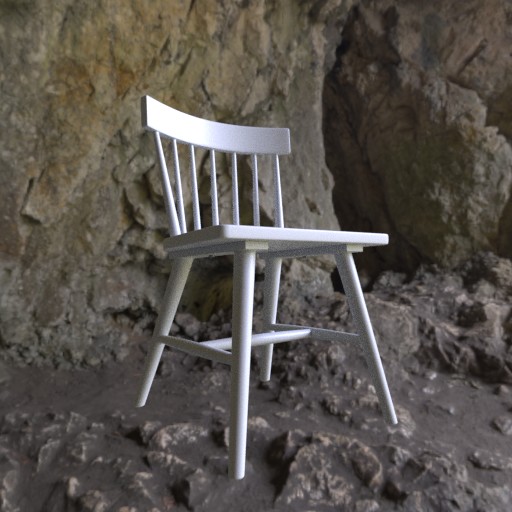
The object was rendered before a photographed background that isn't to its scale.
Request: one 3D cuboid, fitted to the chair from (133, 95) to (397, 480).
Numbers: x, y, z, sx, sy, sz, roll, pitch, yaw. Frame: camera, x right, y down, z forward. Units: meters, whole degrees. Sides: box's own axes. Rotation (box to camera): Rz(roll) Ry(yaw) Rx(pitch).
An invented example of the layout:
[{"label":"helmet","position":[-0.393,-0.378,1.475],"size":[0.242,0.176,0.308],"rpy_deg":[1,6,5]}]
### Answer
[{"label":"chair","position":[0.000,0.000,1.100],"size":[0.483,0.787,0.500],"rpy_deg":[1,-1,-37]}]
